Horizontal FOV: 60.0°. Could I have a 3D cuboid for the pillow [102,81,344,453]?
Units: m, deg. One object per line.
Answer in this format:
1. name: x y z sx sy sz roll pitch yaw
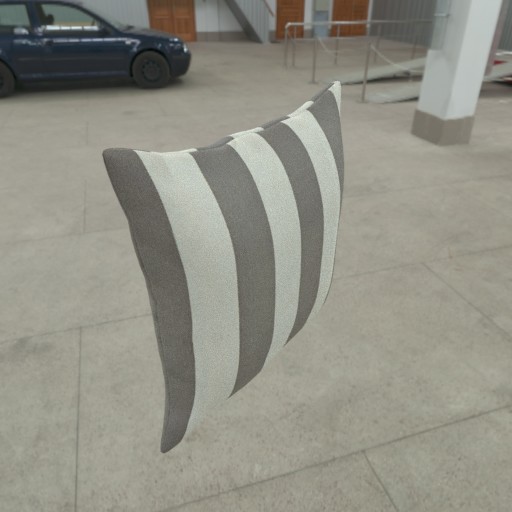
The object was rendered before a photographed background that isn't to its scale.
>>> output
1. pillow: 0.000 0.000 0.768 0.192 0.507 0.522 21 37 31
